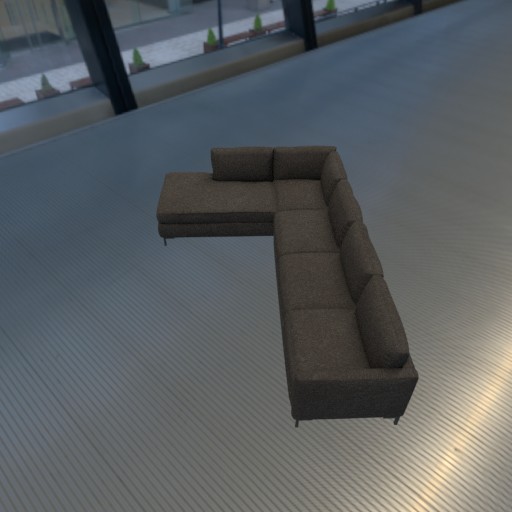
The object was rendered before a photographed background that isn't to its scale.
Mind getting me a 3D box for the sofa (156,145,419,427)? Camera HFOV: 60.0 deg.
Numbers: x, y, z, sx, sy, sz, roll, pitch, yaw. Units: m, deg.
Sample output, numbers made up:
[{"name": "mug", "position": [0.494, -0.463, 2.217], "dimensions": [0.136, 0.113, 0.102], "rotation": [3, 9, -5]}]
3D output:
[{"name": "sofa", "position": [0.000, 0.000, 4.019], "dimensions": [2.007, 0.815, 2.949], "rotation": [-1, 41, -1]}]
